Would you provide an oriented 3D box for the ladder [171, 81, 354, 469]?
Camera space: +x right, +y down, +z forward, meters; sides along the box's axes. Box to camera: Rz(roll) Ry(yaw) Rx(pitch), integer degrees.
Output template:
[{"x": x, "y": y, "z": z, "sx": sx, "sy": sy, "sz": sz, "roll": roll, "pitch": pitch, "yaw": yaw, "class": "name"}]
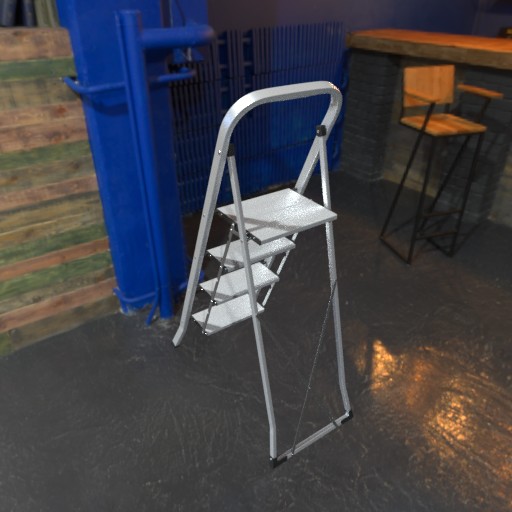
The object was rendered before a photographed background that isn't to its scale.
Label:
[{"x": 0.000, "y": 0.000, "z": 1.682, "sx": 0.465, "sy": 1.290, "sz": 0.830, "roll": -20, "pitch": 37, "yaw": -28, "class": "ladder"}]
